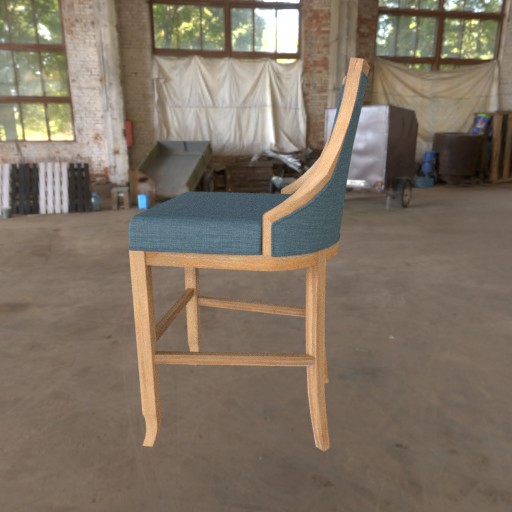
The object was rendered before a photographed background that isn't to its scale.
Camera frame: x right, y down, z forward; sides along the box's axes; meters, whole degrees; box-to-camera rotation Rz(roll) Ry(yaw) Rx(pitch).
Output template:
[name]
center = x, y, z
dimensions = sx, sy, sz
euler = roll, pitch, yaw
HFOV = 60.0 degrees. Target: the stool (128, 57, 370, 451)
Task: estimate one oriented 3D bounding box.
[stool]
center = 0.000, 0.000, 1.416
dimensions = 0.626, 1.101, 0.524
euler = 2, 16, 8
